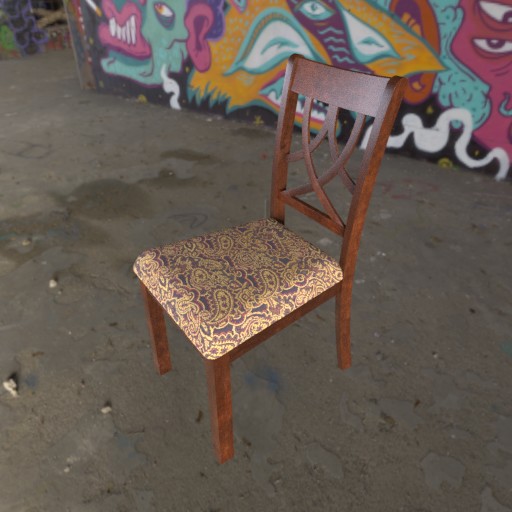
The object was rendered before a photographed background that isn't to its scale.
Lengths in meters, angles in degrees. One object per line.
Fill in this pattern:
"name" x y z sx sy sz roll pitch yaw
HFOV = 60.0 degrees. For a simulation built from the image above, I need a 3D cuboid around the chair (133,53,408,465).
"chair" 0.000 0.000 1.264 0.584 0.965 0.457 -21 39 -29
